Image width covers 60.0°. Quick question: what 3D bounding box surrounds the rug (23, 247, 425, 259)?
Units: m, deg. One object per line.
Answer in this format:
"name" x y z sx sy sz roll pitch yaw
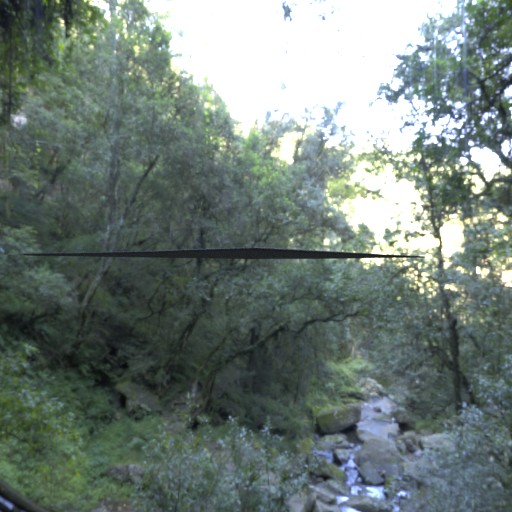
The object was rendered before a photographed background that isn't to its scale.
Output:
"rug" 0.000 0.000 5.119 2.782 0.025 3.935 -1 -1 35
